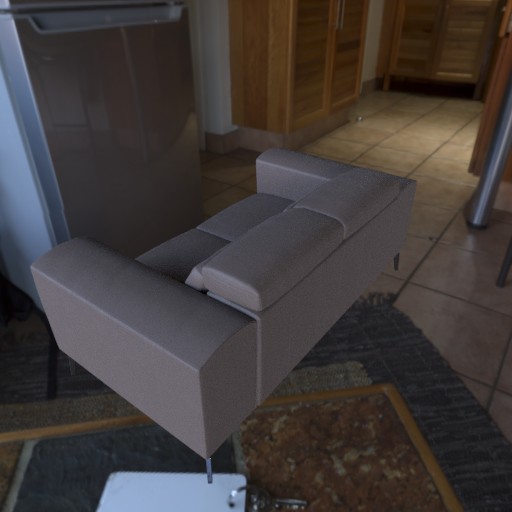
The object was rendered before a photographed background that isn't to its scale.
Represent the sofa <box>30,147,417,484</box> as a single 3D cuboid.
[{"bbox_3d":[0.000,0.000,2.359,1.003,0.779,1.895,22,39,31],"label":"sofa"}]
